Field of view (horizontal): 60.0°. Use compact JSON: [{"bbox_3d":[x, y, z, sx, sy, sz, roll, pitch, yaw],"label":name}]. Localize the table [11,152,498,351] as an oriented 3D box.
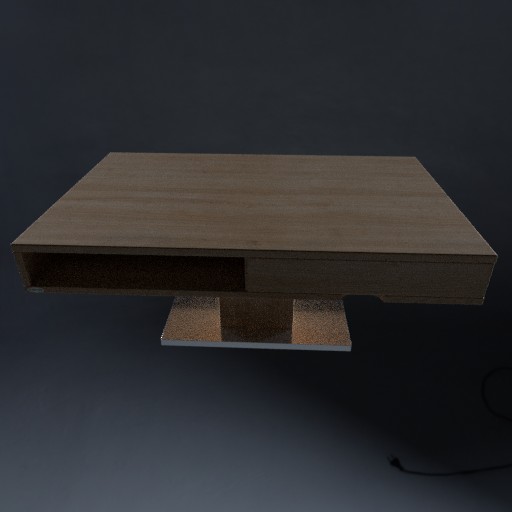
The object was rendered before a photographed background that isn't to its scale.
[{"bbox_3d":[0.000,0.000,1.410,1.100,0.440,0.700,1,30,2],"label":"table"}]
